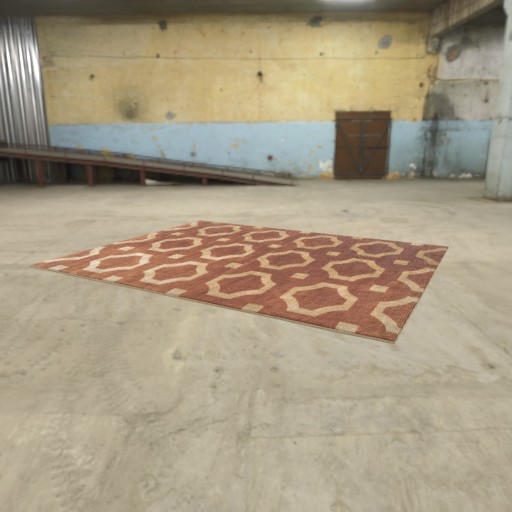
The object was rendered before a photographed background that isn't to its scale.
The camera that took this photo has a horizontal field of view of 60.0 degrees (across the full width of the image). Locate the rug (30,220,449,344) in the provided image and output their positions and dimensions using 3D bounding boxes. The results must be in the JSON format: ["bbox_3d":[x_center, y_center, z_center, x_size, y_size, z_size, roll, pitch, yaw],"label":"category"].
[{"bbox_3d":[0.000,0.000,4.098,3.049,0.021,2.466,8,17,28],"label":"rug"}]
